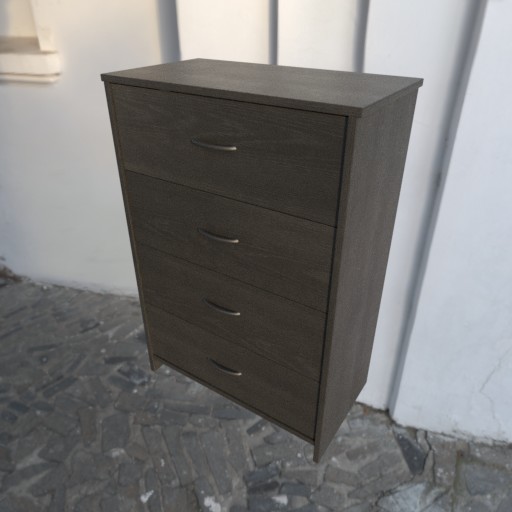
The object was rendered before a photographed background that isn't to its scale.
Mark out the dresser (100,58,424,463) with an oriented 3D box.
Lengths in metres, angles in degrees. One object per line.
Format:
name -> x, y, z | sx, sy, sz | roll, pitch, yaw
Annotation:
dresser -> 0.000, 0.000, 1.343 | 0.700, 1.020, 0.398 | 19, 35, 28
